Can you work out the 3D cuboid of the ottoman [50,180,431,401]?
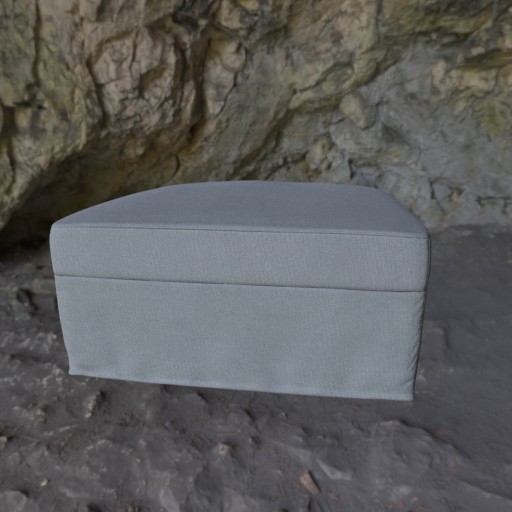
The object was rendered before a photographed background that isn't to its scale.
[{"bbox_3d":[0.000,0.000,1.353,0.843,0.441,0.842,2,15,8],"label":"ottoman"}]
